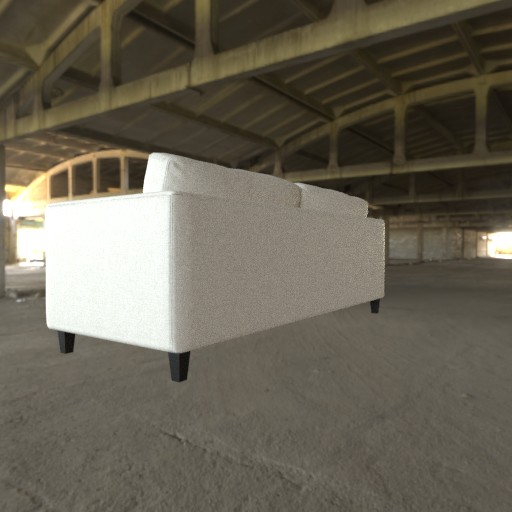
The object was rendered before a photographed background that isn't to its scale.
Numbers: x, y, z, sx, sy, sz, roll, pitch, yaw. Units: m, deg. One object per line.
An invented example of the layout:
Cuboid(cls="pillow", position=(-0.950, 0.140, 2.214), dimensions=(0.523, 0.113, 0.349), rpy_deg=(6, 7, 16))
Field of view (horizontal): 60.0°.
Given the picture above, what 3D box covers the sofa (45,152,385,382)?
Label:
Cuboid(cls="sofa", position=(0.000, 0.000, 2.953), dimensions=(0.948, 0.965, 2.434), rpy_deg=(1, 2, 35))
